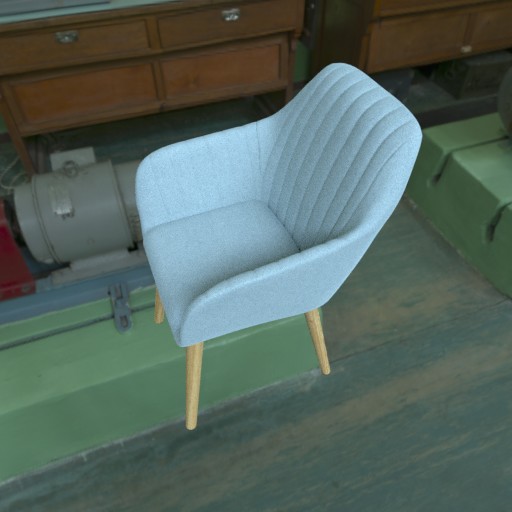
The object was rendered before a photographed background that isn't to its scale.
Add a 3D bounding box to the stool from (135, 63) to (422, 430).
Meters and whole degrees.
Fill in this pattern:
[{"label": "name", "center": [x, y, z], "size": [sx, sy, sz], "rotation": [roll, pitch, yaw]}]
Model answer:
[{"label": "stool", "center": [0.000, 0.000, 1.172], "size": [0.590, 0.830, 0.503], "rotation": [-17, 49, -15]}]
